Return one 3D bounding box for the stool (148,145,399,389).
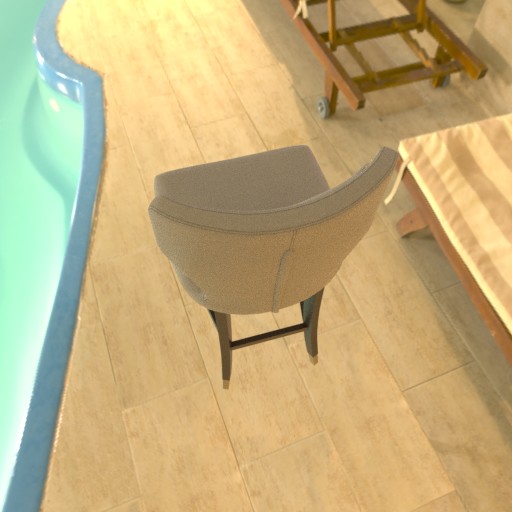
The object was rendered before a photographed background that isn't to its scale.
[{"bbox_3d":[0.000,0.000,1.390,0.526,1.092,0.563,-13,59,-8],"label":"stool"}]
